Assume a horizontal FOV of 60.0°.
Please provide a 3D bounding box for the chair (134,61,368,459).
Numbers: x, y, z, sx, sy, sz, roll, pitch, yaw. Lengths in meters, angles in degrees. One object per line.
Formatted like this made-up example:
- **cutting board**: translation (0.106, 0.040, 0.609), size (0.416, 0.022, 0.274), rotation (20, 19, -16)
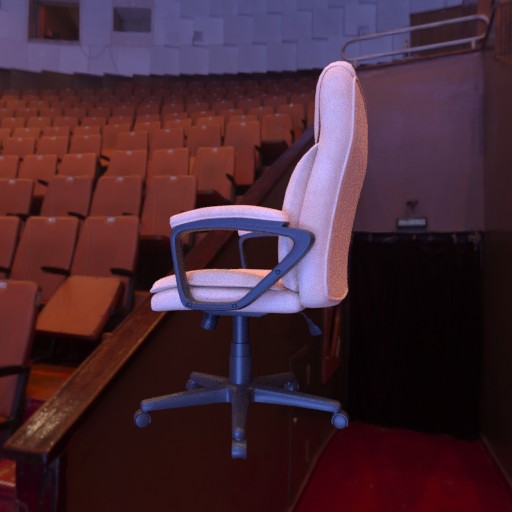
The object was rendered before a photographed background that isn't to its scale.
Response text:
- **chair**: translation (0.000, 0.000, 1.517), size (0.724, 1.105, 0.667), rotation (0, 0, 18)
